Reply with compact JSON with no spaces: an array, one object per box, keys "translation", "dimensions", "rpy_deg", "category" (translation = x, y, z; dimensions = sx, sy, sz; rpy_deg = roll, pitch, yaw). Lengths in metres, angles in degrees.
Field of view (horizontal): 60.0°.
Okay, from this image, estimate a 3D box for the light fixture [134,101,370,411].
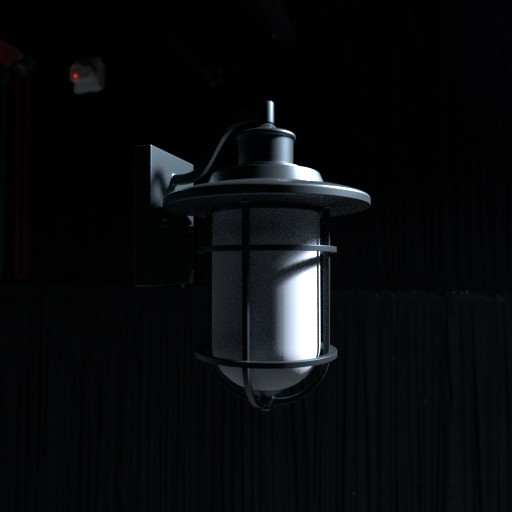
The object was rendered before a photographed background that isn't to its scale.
[{"translation":[0.000,0.000,0.502],"dimensions":[0.252,0.345,0.222],"rpy_deg":[0,-1,18],"category":"light fixture"}]
